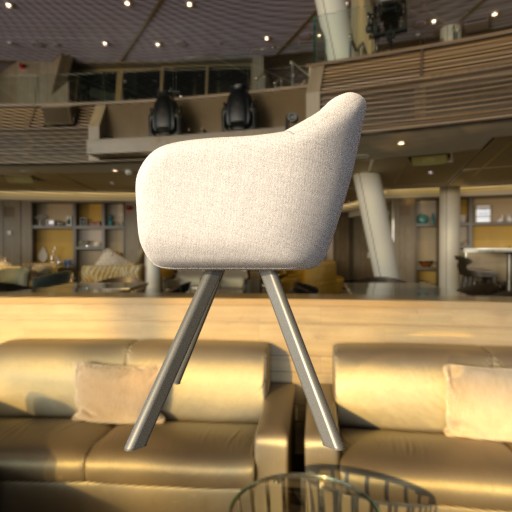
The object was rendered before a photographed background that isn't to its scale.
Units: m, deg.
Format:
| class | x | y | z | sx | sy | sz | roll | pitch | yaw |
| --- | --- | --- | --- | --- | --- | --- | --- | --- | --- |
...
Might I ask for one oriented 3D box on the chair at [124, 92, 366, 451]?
| class | x | y | z | sx | sy | sz | roll | pitch | yaw |
| --- | --- | --- | --- | --- | --- | --- | --- | --- | --- |
| chair | 0.000 | 0.000 | 1.153 | 0.550 | 0.795 | 0.590 | 0 | 1 | 0 |
